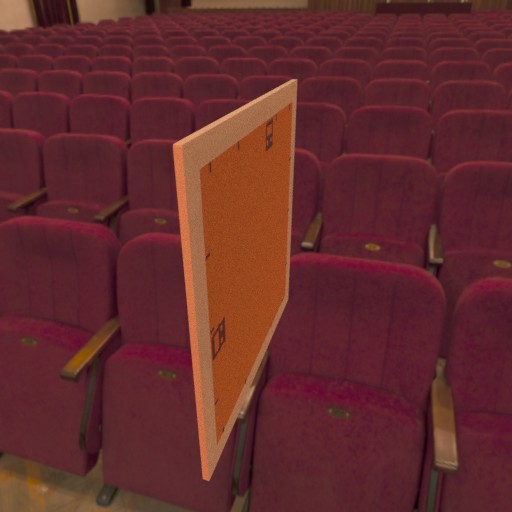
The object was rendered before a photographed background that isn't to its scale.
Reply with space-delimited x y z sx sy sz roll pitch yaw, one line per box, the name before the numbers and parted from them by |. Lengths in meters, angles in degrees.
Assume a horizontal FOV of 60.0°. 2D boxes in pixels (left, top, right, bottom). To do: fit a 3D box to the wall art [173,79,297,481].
wall art | 0.000 0.000 0.874 0.013 0.584 0.584 8 30 15
